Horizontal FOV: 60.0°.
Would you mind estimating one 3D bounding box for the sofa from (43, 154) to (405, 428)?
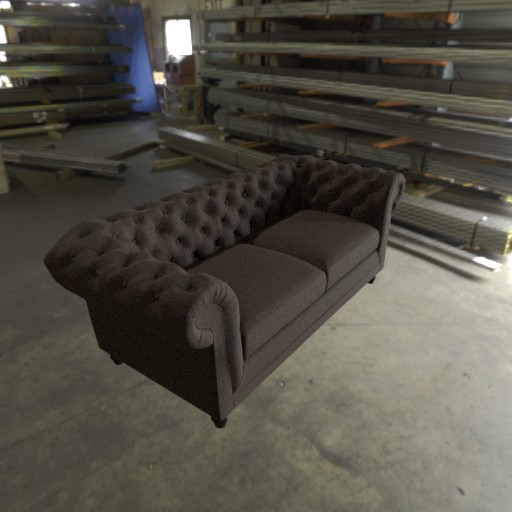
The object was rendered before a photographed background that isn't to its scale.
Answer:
[{"bbox_3d":[0.000,0.000,2.537,0.944,0.780,2.048,18,31,33],"label":"sofa"}]
